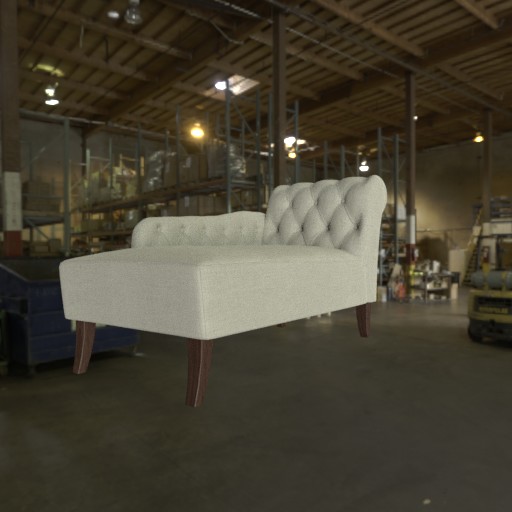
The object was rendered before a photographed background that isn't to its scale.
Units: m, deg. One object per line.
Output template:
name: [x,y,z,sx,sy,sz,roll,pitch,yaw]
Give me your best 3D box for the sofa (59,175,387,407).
sofa: [0.000,0.000,1.862,0.675,0.787,1.379,0,0,37]
